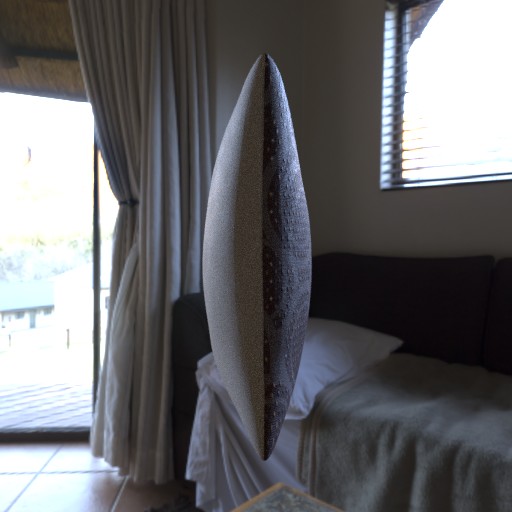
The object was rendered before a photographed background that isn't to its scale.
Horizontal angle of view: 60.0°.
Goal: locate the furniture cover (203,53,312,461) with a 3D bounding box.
[{"bbox_3d":[0.000,0.000,0.818,0.193,0.509,0.552,0,0,-2],"label":"furniture cover"}]
